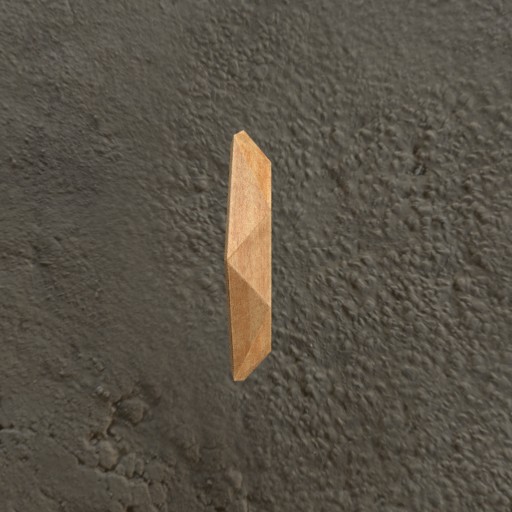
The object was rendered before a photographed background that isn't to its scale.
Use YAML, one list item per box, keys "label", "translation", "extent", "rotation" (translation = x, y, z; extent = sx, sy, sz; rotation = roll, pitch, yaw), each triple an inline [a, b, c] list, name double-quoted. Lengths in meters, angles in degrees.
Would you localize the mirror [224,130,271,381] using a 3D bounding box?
- label: "mirror"
  translation: [0.000, 0.000, 1.022]
  extent: [0.070, 0.774, 0.577]
  rotation: [0, 91, 2]
